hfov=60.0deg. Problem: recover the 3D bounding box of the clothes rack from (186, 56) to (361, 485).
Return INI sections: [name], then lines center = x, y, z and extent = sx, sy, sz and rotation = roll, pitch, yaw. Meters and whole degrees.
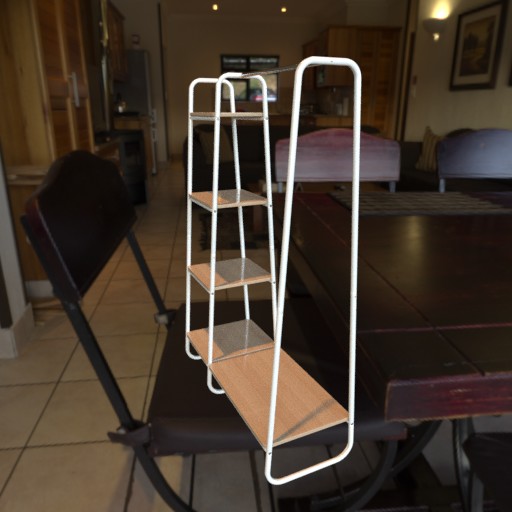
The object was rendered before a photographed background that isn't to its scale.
[clothes rack]
center = 0.000, 0.000, 1.937
extent = 0.400, 1.500, 1.011
rotation = -9, 20, -24
